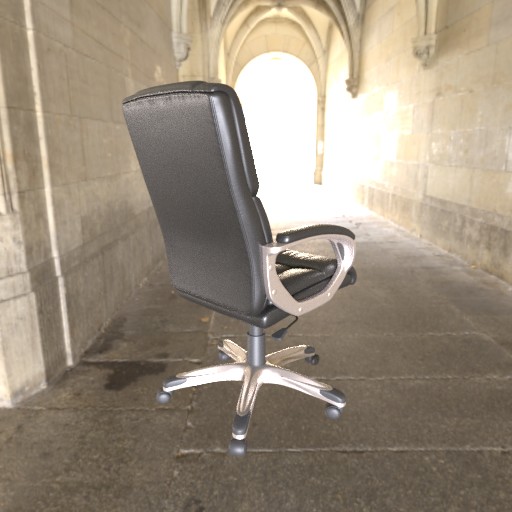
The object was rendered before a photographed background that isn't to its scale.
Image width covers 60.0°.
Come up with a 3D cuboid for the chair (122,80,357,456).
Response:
[{"bbox_3d":[0.000,0.000,1.654,0.780,1.145,0.700,-13,19,-43],"label":"chair"}]
